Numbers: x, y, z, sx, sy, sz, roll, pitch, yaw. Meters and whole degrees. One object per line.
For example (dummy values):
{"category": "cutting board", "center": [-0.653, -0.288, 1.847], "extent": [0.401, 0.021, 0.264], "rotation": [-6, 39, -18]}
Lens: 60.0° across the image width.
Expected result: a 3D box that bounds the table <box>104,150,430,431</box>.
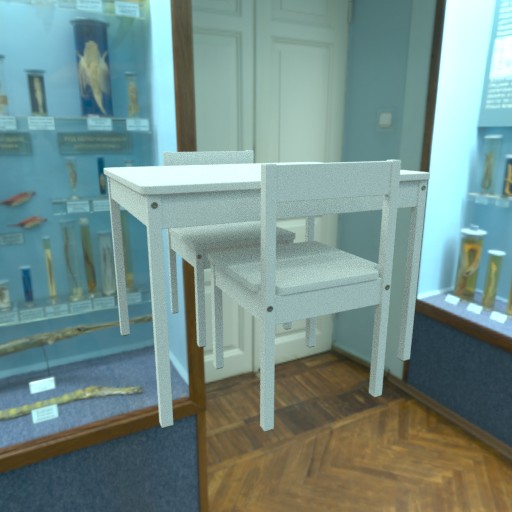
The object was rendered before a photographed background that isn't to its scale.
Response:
{"category": "table", "center": [0.000, 0.000, 1.130], "extent": [0.650, 0.503, 0.672], "rotation": [-7, 17, -25]}
